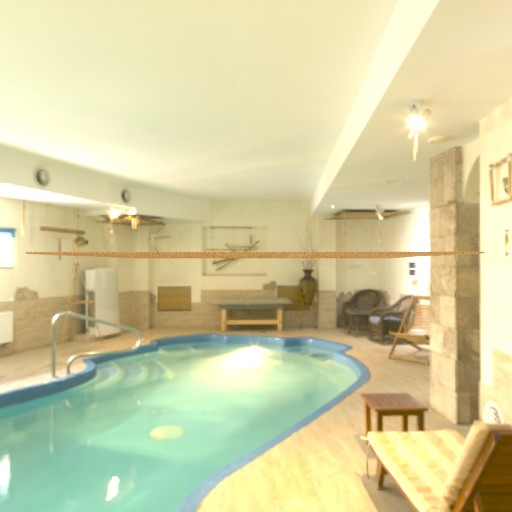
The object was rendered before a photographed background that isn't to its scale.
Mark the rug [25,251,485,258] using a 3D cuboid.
[{"bbox_3d":[0.000,0.000,4.097,3.048,0.013,2.439,0,-1,2],"label":"rug"}]
